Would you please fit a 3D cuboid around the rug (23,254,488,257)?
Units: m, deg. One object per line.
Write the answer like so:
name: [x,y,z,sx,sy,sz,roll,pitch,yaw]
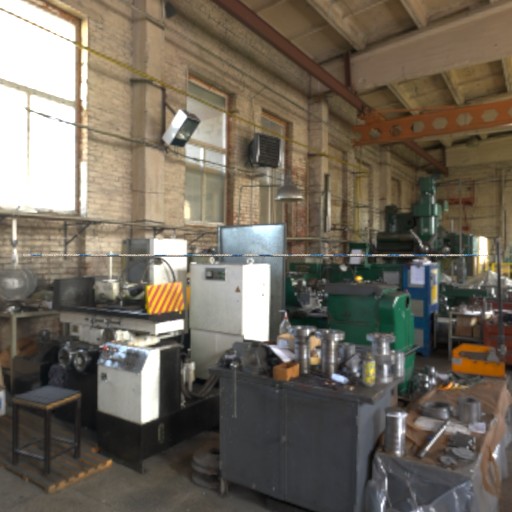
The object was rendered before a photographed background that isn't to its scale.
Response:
rug: [0.000,0.000,3.080,2.439,0.008,1.531,0,0,1]
